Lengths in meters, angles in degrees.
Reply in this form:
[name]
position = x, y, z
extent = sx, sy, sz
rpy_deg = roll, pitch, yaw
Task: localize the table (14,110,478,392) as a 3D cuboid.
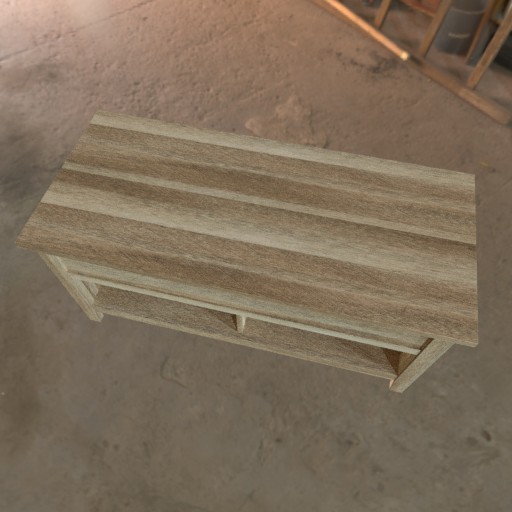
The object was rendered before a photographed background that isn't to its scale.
[table]
position = 0.000, 0.000, 1.342
extent = 1.095, 0.480, 0.493
rpy_deg = 12, 59, 7
